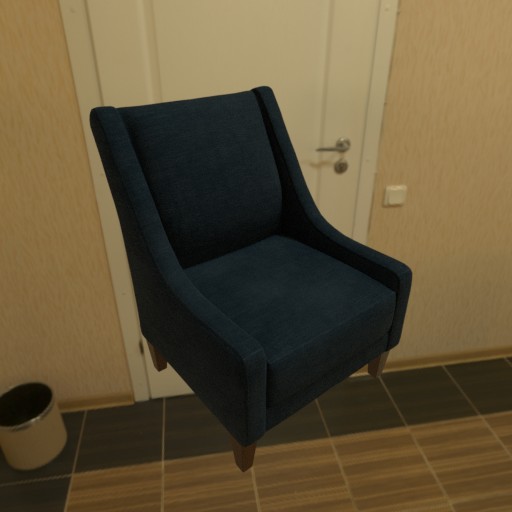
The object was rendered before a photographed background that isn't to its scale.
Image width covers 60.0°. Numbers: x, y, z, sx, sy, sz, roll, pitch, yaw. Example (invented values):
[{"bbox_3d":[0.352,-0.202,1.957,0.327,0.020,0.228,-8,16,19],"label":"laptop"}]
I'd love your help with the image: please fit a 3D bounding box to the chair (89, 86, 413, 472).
[{"bbox_3d":[0.000,0.000,1.611,0.774,1.014,0.870,-21,36,-33],"label":"chair"}]
